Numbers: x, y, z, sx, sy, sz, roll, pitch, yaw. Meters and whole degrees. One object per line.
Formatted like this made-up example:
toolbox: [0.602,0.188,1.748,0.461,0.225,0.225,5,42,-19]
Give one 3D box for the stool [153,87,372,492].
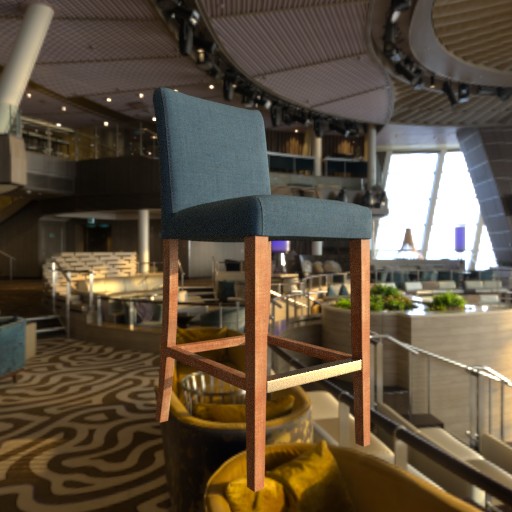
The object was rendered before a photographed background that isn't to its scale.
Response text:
stool: [0.000,0.000,1.365,0.454,1.088,0.574,0,1,-38]
